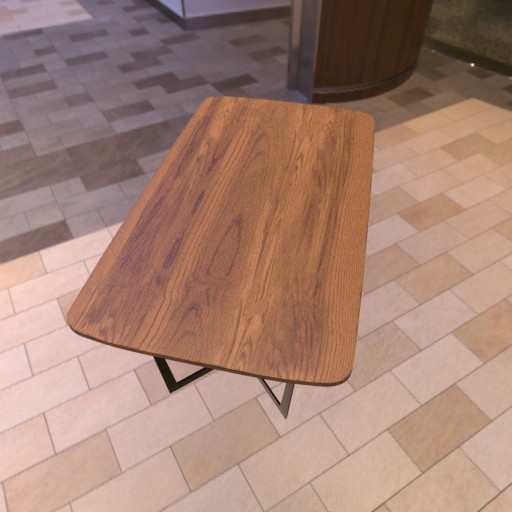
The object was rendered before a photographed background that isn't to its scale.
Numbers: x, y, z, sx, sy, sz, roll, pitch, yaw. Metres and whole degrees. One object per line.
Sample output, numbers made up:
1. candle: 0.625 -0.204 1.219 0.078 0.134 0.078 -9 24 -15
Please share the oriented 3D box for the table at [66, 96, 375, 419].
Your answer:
1. table: 0.000 0.000 2.157 0.949 0.765 1.643 9 47 9
